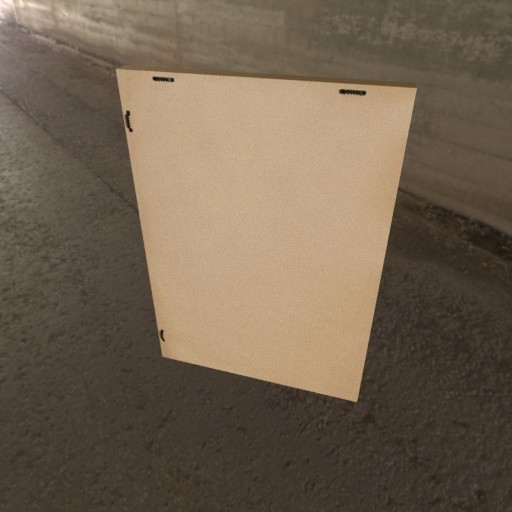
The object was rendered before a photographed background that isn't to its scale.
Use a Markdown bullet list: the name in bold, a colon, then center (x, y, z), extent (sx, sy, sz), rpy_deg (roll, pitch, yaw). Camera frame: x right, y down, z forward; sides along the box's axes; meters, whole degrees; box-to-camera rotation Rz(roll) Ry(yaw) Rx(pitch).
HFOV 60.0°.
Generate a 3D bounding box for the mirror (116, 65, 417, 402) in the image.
- **mirror**: center (0.000, 0.000, 0.924), extent (0.507, 0.710, 0.040), rpy_deg (9, 34, 14)
